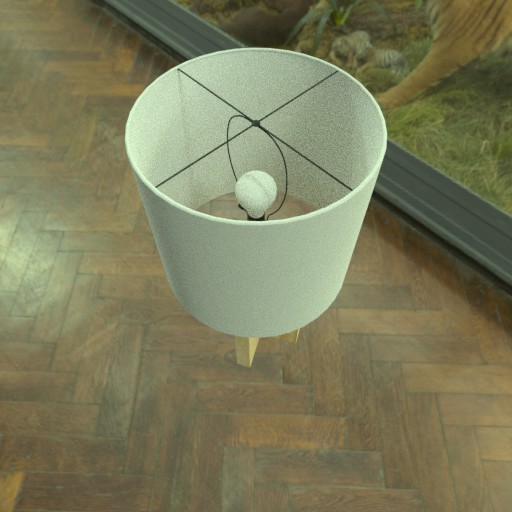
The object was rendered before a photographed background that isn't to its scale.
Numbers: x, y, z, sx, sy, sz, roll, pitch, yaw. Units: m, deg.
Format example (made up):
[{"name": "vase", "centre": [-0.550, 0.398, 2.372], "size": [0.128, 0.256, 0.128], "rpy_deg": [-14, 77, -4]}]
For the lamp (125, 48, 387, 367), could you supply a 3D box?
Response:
[{"name": "lamp", "centre": [0.000, 0.000, 0.568], "size": [0.229, 0.428, 0.229], "rpy_deg": [14, 58, 9]}]
